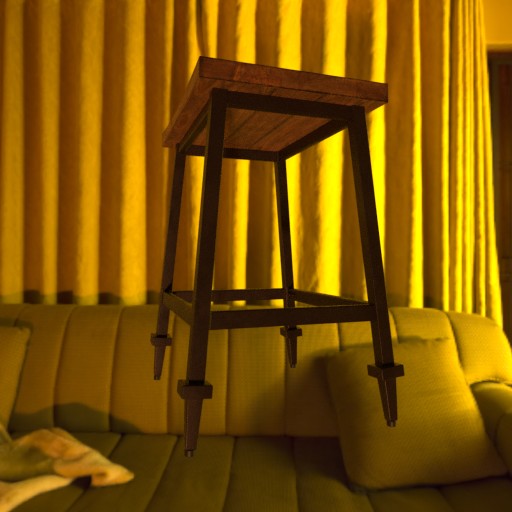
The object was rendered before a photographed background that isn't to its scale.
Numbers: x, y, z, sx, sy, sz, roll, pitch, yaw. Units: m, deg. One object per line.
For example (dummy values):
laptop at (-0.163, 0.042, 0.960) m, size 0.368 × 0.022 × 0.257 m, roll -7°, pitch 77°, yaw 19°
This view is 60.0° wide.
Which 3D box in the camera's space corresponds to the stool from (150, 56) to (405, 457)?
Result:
stool at (0.000, 0.000, 0.968) m, size 0.405 × 0.625 × 0.486 m, roll 0°, pitch 0°, yaw -19°
